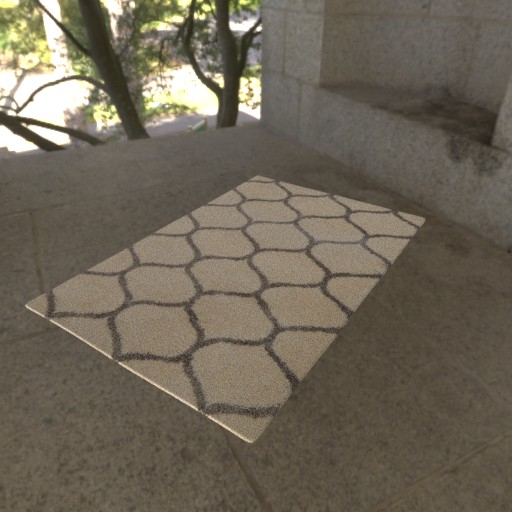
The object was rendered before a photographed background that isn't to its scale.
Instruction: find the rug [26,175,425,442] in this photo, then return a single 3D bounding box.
[{"bbox_3d":[0.000,0.000,3.393,1.801,0.026,2.701,20,37,28],"label":"rug"}]
